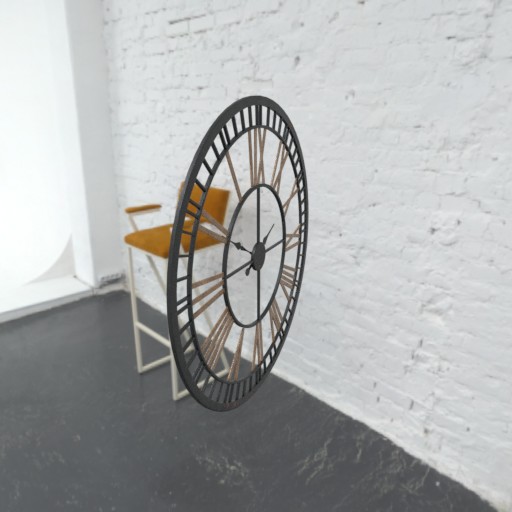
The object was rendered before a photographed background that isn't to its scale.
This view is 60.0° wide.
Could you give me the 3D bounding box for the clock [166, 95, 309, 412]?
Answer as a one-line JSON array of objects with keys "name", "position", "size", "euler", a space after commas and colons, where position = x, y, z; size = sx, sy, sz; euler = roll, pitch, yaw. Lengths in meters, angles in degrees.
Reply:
[{"name": "clock", "position": [0.000, 0.000, 1.238], "size": [0.025, 0.843, 0.843], "euler": [8, 19, 24]}]
